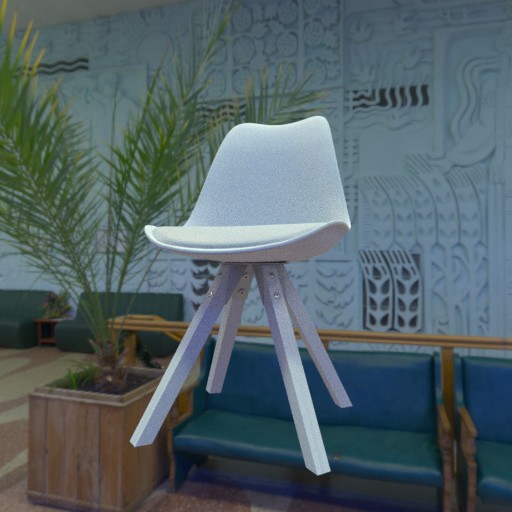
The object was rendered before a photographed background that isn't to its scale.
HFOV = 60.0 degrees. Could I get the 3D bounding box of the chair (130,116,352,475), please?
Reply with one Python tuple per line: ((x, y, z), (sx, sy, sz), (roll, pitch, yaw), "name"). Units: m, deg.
((0.000, 0.000, 1.147), (0.485, 0.850, 0.550), (0, 0, 18), "chair")
